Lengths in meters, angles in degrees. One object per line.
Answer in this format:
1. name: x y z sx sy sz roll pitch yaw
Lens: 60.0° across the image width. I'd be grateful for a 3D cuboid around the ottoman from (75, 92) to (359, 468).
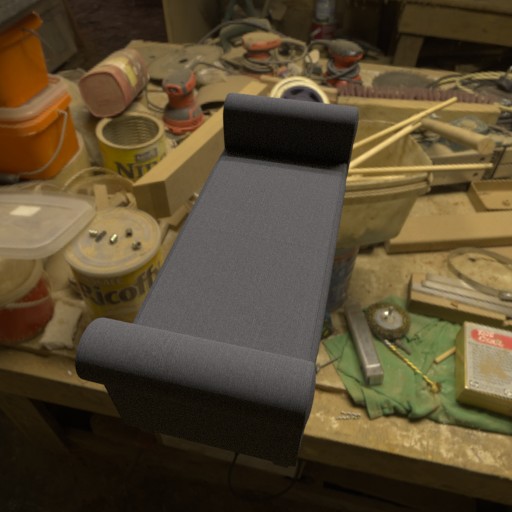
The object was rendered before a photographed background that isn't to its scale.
1. ottoman: 0.000 0.000 1.495 0.521 0.547 1.256 10 47 9
